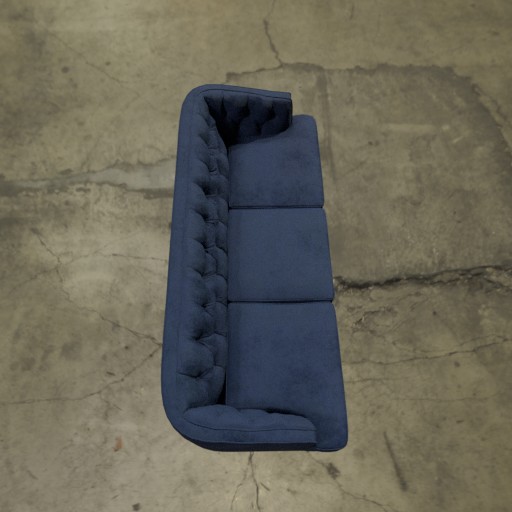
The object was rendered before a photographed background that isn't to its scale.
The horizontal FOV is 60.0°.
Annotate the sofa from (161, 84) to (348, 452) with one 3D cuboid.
[{"bbox_3d":[0.000,0.000,2.797,0.941,0.855,2.278,-1,64,0],"label":"sofa"}]
